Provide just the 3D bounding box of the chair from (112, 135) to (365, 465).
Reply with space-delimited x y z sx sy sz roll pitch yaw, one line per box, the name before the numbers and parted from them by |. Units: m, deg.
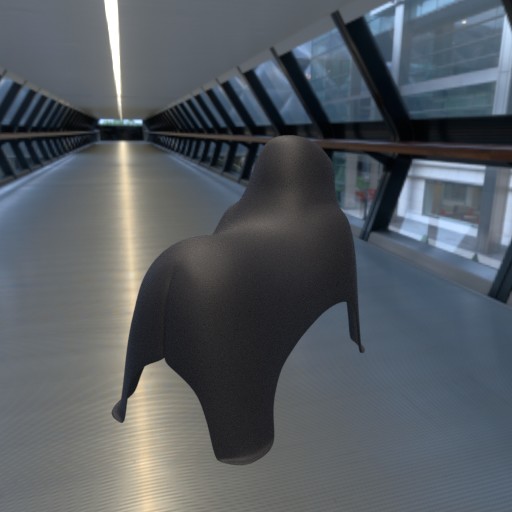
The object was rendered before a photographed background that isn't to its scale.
chair | 0.000 0.000 1.134 0.490 0.600 0.758 8 16 27
